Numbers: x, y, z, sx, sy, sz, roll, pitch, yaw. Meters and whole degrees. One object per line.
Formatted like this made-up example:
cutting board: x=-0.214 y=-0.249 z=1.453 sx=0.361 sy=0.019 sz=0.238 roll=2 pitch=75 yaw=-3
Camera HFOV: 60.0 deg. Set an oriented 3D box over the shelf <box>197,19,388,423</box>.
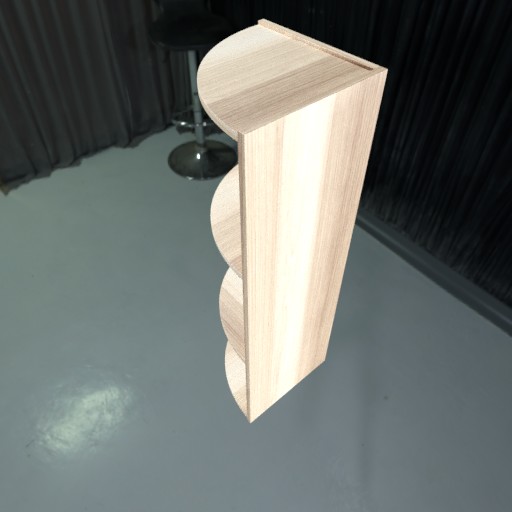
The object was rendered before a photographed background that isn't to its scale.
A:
shelf: x=0.000 y=0.000 z=1.013 sx=0.290 sy=0.872 sz=0.290 roll=-32 pitch=54 yaw=-27
